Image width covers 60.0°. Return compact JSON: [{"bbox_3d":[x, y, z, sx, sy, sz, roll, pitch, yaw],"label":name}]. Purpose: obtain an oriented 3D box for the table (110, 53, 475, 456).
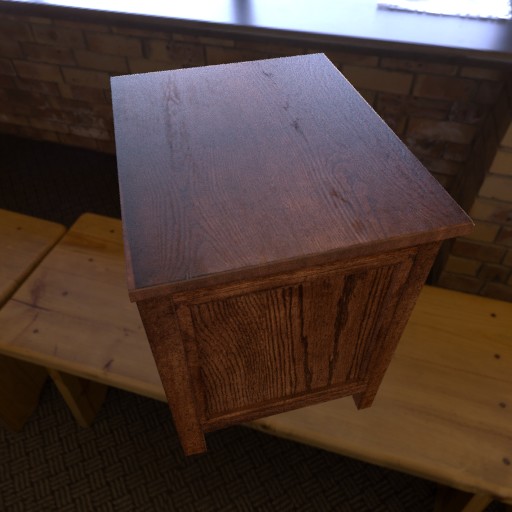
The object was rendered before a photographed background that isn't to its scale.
[{"bbox_3d":[0.000,0.000,0.965,0.461,0.597,0.586,-11,47,-10],"label":"table"}]
